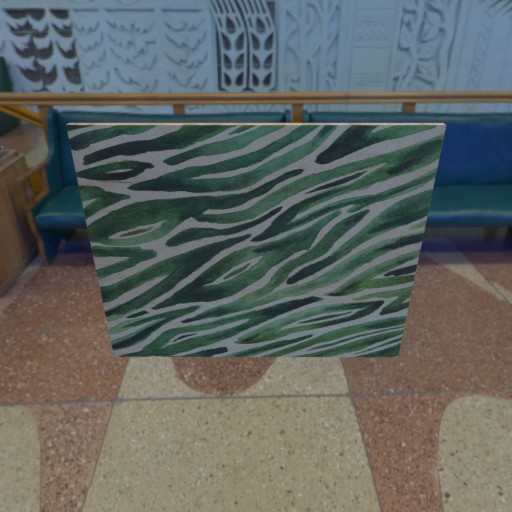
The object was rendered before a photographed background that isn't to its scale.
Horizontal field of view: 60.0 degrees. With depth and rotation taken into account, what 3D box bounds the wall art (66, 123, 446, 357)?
[{"bbox_3d":[0.000,0.000,0.697,0.508,0.408,0.012,0,29,0],"label":"wall art"}]
